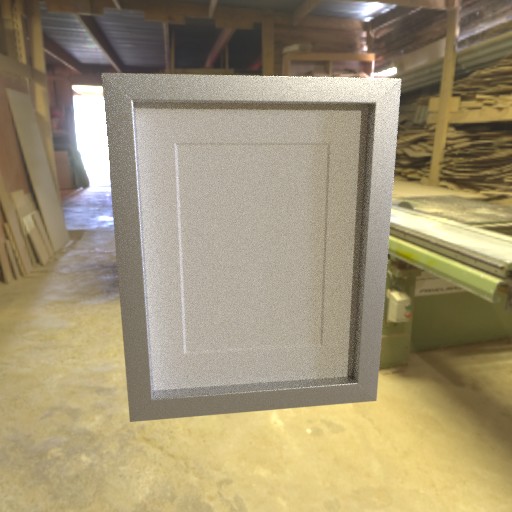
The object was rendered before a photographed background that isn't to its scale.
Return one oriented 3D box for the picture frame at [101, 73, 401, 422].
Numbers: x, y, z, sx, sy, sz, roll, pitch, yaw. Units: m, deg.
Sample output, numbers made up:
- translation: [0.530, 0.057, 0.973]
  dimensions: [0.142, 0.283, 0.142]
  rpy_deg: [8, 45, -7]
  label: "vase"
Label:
- translation: [0.000, 0.000, 0.515]
  dimensions: [0.307, 0.386, 0.036]
  rpy_deg: [-2, 15, -8]
  label: "picture frame"
